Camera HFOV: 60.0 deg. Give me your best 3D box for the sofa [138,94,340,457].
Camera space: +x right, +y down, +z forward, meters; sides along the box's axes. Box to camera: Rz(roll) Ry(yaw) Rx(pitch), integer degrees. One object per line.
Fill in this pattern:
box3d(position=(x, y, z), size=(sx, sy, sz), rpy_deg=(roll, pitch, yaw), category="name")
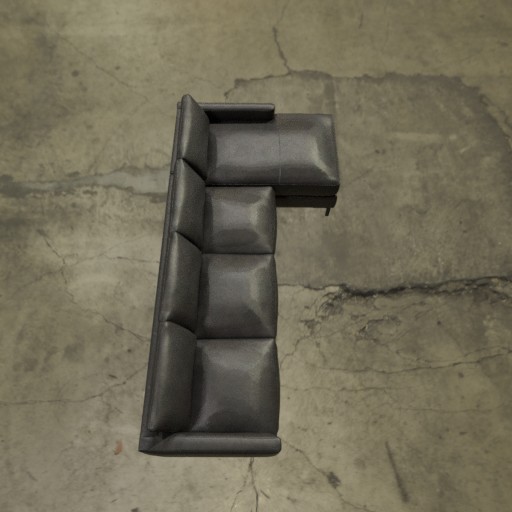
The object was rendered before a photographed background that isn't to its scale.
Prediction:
box3d(position=(0.000, 0.000, 3.617), size=(1.471, 0.859, 2.993), rpy_deg=(0, 63, 0), category="sofa")
